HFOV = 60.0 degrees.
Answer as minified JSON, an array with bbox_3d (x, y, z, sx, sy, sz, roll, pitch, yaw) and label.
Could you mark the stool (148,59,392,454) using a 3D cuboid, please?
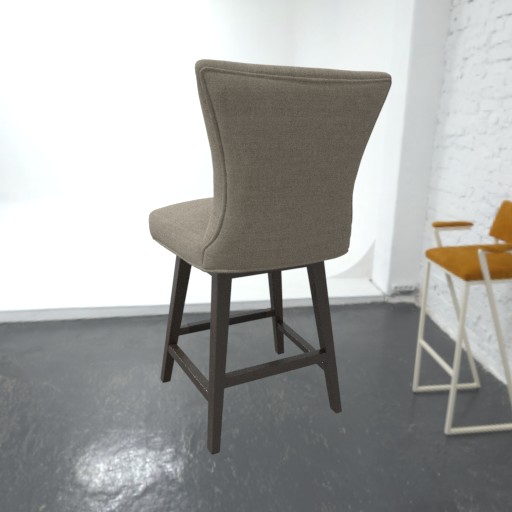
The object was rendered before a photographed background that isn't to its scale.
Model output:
[{"bbox_3d":[0.000,0.000,1.323,0.514,1.000,0.574,-8,18,-25],"label":"stool"}]
